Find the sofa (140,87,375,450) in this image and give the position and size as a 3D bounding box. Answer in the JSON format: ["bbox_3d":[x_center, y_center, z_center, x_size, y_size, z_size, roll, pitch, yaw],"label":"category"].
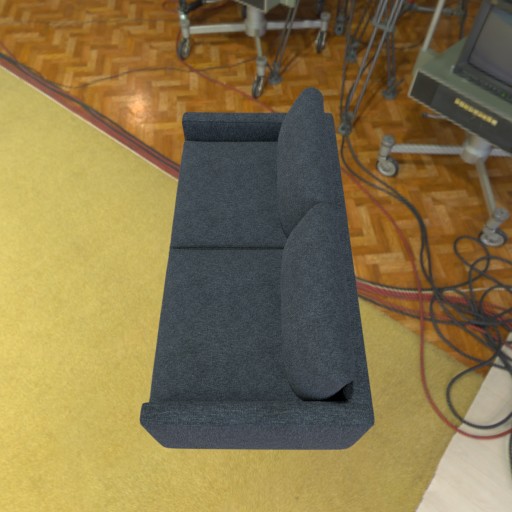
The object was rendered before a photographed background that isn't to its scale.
[{"bbox_3d":[0.000,0.000,2.195,0.866,0.862,1.716,0,57,0],"label":"sofa"}]
